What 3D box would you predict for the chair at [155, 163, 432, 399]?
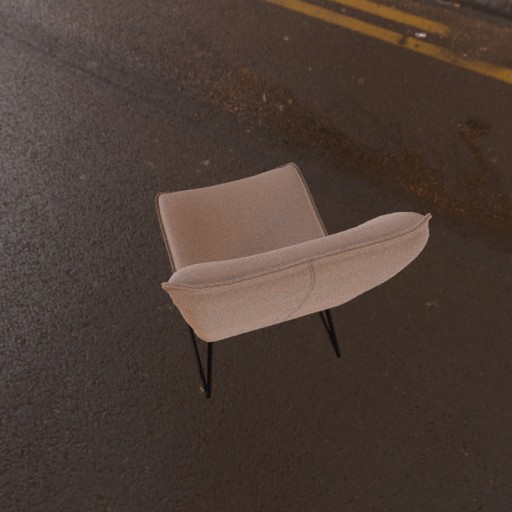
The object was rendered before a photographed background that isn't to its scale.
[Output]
[{"bbox_3d":[0.000,0.000,1.312,0.515,0.930,0.688,-15,59,-9],"label":"chair"}]
